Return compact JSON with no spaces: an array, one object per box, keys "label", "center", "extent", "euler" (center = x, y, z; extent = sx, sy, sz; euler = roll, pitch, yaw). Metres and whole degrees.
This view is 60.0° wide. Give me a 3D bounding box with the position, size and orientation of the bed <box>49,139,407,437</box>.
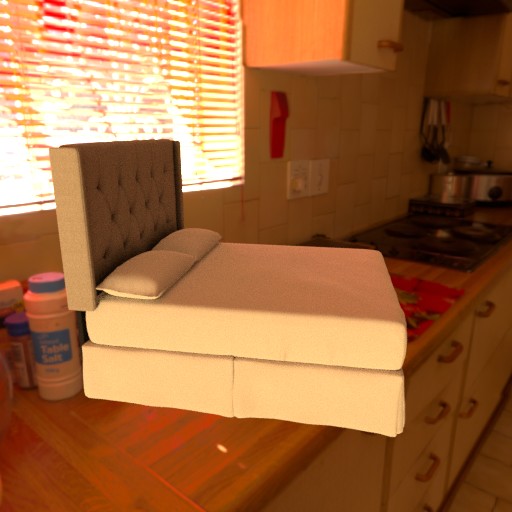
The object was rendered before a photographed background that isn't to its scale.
[{"label":"bed","center":[0.000,0.000,3.308],"extent":[2.066,1.665,1.719],"euler":[3,16,10]}]
